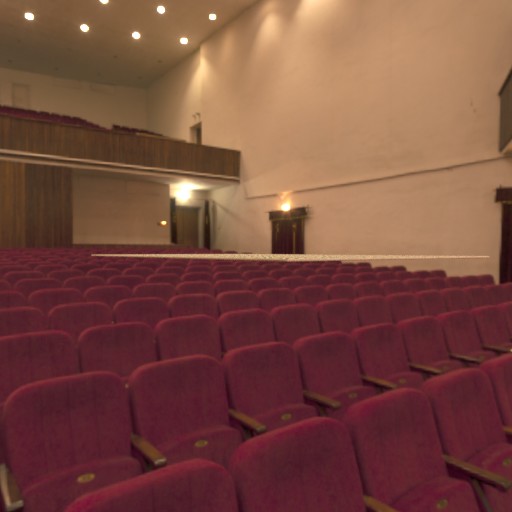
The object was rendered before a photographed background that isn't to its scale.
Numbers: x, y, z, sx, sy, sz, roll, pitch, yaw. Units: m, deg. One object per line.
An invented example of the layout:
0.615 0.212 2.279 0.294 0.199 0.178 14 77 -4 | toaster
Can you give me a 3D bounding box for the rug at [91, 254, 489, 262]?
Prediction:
0.000 0.000 3.054 1.517 0.011 2.435 0 1 -36 | rug
